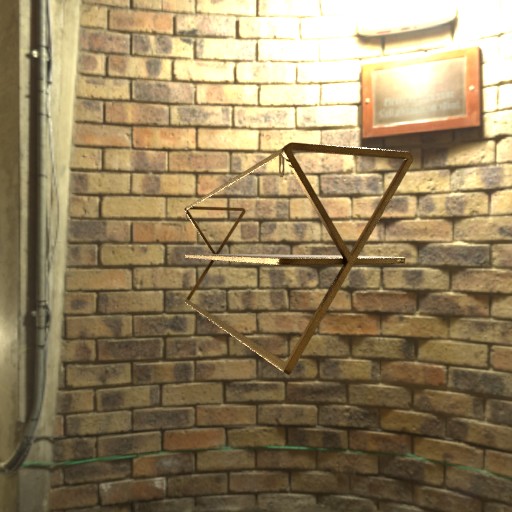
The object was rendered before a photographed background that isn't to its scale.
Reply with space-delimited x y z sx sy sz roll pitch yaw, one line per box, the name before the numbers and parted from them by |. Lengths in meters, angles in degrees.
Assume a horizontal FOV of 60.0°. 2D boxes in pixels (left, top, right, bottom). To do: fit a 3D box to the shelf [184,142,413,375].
shelf | 0.000 0.000 0.763 0.150 0.229 0.645 0 1 -18
